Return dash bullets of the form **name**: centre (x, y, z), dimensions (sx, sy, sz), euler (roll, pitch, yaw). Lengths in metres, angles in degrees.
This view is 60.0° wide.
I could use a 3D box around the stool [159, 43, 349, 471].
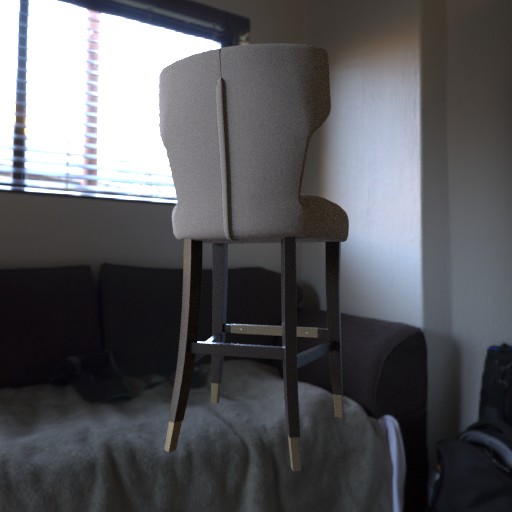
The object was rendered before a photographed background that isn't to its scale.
- **stool**: centre (0.000, 0.000, 1.394), dimensions (0.526, 1.092, 0.563), euler (0, -1, 18)
